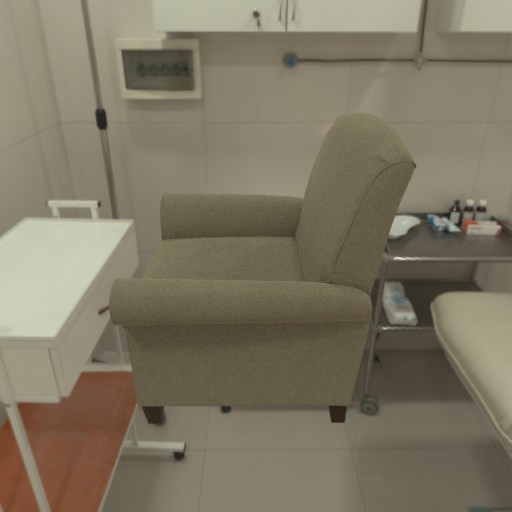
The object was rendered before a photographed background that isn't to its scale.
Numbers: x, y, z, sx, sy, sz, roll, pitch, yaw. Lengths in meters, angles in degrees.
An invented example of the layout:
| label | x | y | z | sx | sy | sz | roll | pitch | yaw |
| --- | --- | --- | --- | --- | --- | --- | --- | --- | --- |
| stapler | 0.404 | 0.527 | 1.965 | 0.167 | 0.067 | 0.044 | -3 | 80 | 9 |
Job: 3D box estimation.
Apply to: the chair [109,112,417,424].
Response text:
| label | x | y | z | sx | sy | sz | roll | pitch | yaw |
| --- | --- | --- | --- | --- | --- | --- | --- | --- | --- |
| chair | 0.000 | 0.000 | 1.755 | 0.905 | 1.061 | 0.978 | 0 | 27 | -1 |
